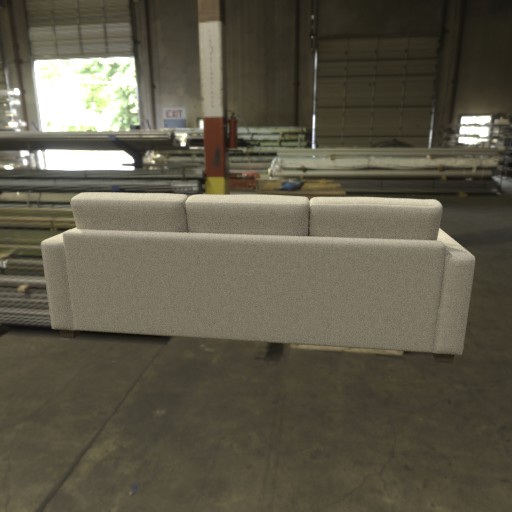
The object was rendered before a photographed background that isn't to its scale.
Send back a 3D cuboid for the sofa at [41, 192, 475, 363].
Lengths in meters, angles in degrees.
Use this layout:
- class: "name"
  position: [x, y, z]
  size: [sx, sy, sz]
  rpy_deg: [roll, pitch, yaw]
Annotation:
- class: "sofa"
  position: [0.000, 0.000, 2.617]
  size: [2.160, 0.800, 0.900]
  rpy_deg: [2, 16, 8]
